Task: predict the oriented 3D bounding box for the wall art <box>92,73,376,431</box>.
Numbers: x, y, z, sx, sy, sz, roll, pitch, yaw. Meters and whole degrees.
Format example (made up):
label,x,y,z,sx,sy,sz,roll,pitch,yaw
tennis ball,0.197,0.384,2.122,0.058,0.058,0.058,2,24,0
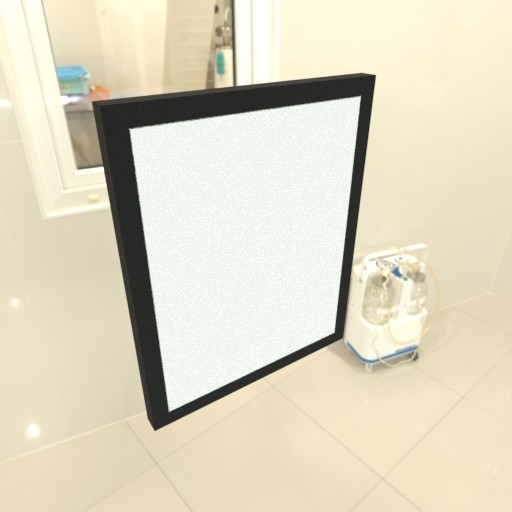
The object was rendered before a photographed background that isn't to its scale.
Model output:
label,x,y,z,sx,sy,sz,roll,pitch,yaw
wall art,0.000,0.000,0.558,0.329,0.404,0.024,-18,34,-29
